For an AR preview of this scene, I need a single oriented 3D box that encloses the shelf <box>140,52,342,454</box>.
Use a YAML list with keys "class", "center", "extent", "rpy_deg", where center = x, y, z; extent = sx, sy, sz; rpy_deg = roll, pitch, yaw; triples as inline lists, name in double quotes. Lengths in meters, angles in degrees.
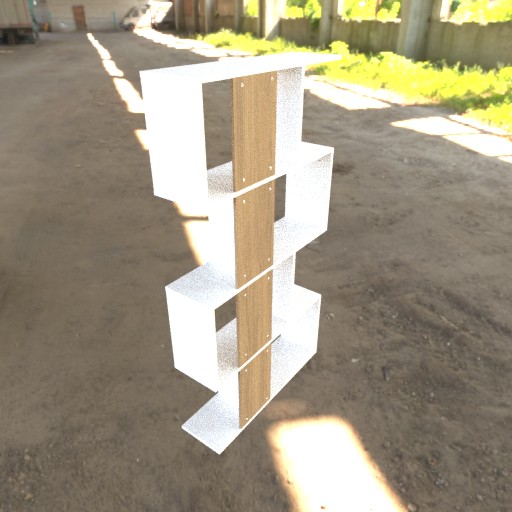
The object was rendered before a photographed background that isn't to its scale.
- class: "shelf"
  center: [0.000, 0.000, 2.047]
  extent: [0.250, 1.650, 0.890]
  rpy_deg: [20, 35, 32]
